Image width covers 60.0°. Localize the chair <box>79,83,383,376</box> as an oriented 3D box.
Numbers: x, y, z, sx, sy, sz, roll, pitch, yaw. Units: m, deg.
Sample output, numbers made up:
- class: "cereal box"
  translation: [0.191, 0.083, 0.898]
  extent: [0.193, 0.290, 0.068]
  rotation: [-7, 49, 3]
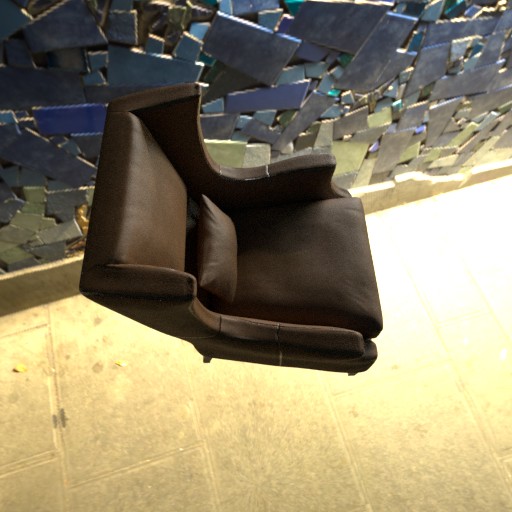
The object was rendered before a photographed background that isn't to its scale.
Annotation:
- class: "chair"
  translation: [0.000, 0.000, 1.694]
  extent: [0.925, 1.016, 0.852]
  rotation: [-2, 63, -1]
